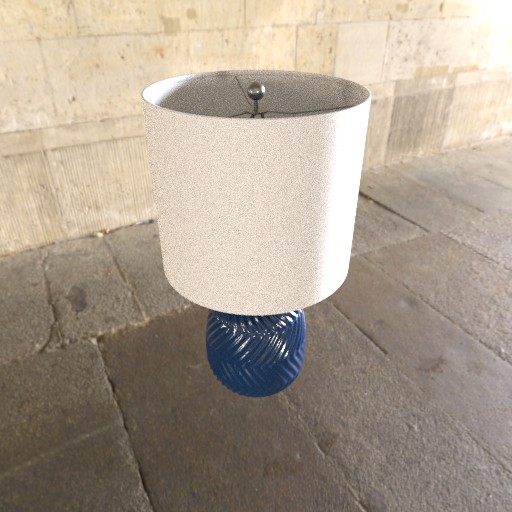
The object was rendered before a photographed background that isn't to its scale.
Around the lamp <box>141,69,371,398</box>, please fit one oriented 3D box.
[{"bbox_3d":[0.000,0.000,0.495,0.203,0.368,0.203,9,33,14],"label":"lamp"}]
